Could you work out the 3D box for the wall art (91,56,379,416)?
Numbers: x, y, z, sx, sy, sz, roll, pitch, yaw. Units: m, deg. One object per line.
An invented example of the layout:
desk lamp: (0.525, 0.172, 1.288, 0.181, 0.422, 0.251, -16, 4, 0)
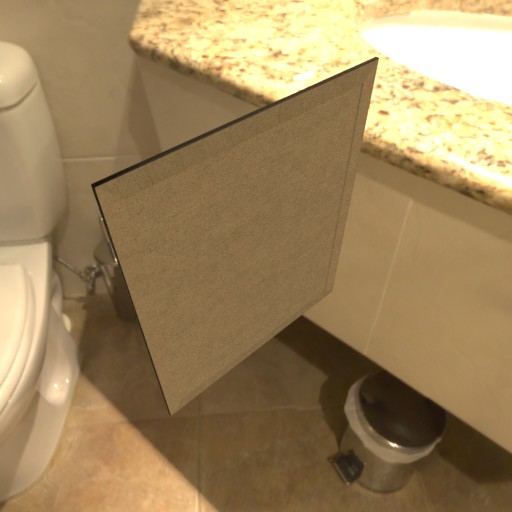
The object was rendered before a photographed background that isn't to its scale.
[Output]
wall art: (0.000, 0.000, 0.627, 0.381, 0.457, 0.023, -33, 55, -27)
